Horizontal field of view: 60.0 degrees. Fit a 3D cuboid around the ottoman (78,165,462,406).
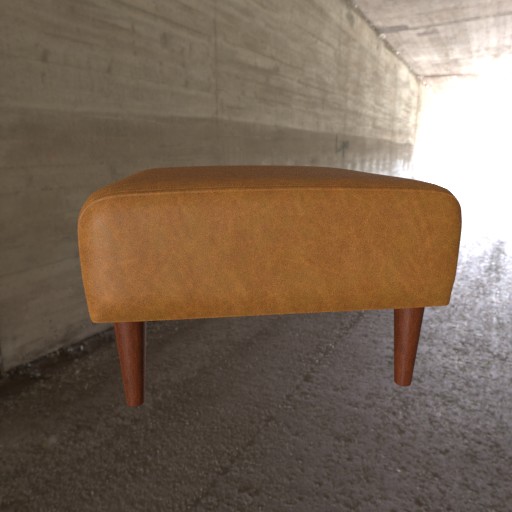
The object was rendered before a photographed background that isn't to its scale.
[{"bbox_3d":[0.000,0.000,1.032,0.650,0.399,0.650,-2,14,-7],"label":"ottoman"}]
